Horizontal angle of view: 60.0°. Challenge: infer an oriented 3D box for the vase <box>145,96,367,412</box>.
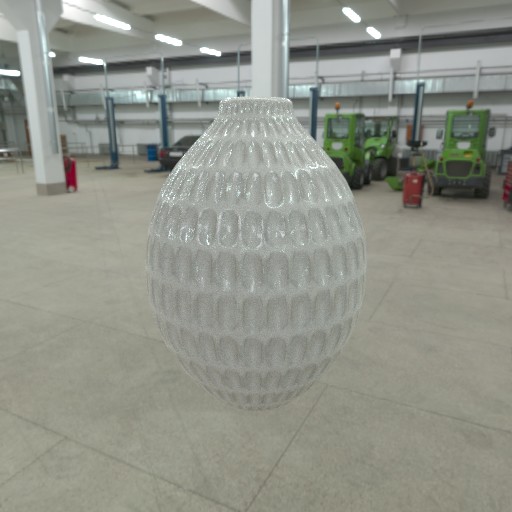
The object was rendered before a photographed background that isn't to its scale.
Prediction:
[{"bbox_3d":[0.000,0.000,0.333,0.162,0.223,0.162,0,16,0],"label":"vase"}]
